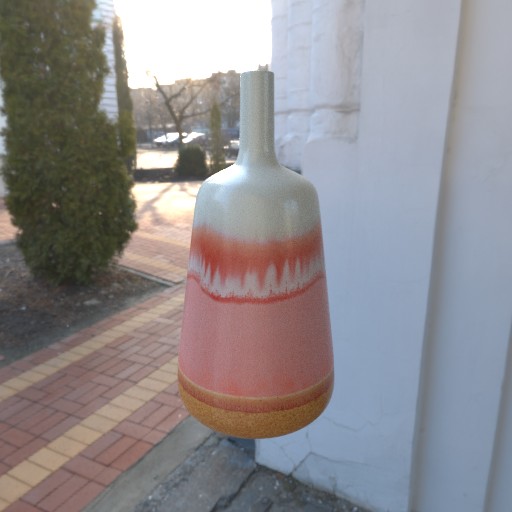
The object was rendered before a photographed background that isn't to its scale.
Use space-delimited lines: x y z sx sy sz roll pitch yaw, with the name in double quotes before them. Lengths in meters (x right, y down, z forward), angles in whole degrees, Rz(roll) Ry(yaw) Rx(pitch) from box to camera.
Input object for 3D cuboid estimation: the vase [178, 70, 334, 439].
"vase" 0.000 0.000 0.385 0.144 0.296 0.144 0 15 0
